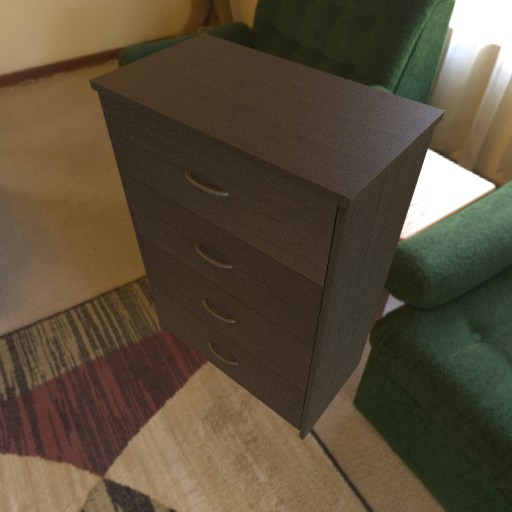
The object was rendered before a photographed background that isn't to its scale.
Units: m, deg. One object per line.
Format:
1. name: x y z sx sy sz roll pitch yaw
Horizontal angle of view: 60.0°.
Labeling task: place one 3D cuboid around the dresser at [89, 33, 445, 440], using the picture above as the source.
1. dresser: 0.000 0.000 1.347 0.704 1.020 0.399 30 53 26
